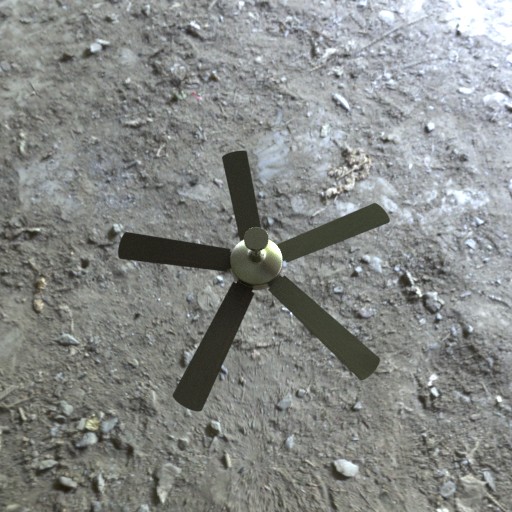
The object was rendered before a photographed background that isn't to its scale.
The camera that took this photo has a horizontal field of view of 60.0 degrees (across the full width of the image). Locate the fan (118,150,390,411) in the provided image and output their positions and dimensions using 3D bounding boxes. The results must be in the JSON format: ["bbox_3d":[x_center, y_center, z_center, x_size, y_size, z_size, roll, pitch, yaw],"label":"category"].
[{"bbox_3d":[0.000,0.000,2.017,1.321,0.356,1.321,0,65,0],"label":"fan"}]
